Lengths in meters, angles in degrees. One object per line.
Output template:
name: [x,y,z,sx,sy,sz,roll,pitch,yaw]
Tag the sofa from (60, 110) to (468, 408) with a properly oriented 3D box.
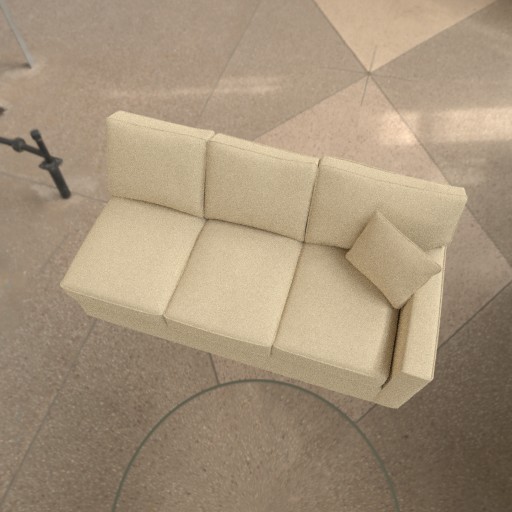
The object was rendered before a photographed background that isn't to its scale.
sofa: [0.000,0.000,2.505,1.963,0.946,1.034,15,60,9]
